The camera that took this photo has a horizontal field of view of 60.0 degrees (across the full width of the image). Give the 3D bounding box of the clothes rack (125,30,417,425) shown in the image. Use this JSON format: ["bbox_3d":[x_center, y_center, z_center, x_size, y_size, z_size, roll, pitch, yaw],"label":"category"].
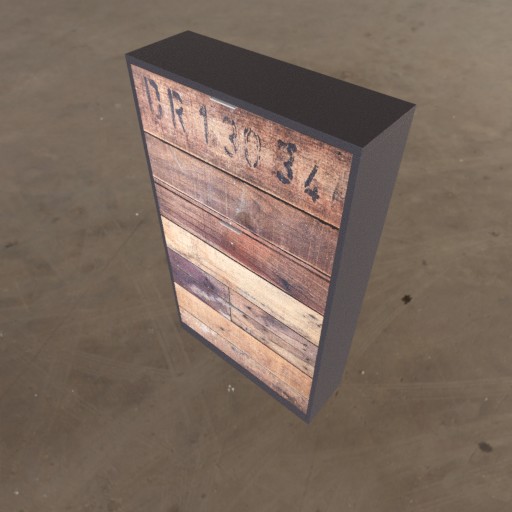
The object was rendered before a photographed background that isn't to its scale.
[{"bbox_3d":[0.000,0.000,1.571,0.750,1.280,0.250,31,53,27],"label":"clothes rack"}]
